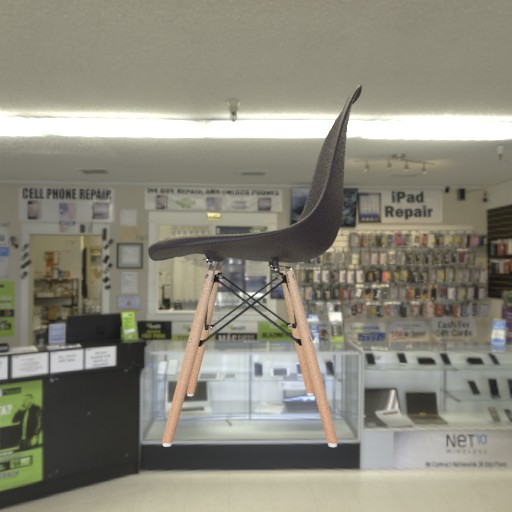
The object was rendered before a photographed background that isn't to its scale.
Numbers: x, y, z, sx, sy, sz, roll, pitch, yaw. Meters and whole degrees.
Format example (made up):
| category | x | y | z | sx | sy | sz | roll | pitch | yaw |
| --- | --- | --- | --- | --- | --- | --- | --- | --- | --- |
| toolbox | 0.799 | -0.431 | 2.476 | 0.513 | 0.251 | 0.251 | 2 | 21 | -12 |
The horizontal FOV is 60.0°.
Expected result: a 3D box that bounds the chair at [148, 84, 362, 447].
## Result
| category | x | y | z | sx | sy | sz | roll | pitch | yaw |
| --- | --- | --- | --- | --- | --- | --- | --- | --- | --- |
| chair | 0.000 | 0.000 | 1.147 | 0.533 | 0.825 | 0.470 | 0 | -1 | 0 |
